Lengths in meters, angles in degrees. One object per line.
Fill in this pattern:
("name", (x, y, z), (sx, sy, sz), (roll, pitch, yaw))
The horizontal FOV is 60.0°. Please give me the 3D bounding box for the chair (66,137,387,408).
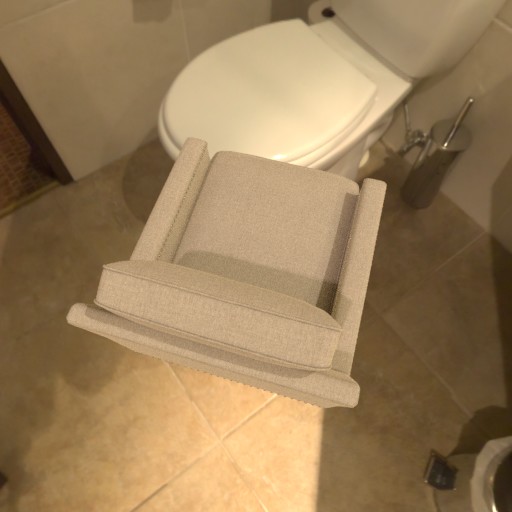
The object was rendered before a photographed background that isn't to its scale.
("chair", (0.000, 0.000, 1.717), (0.853, 0.943, 1.014), (15, 65, 7))
